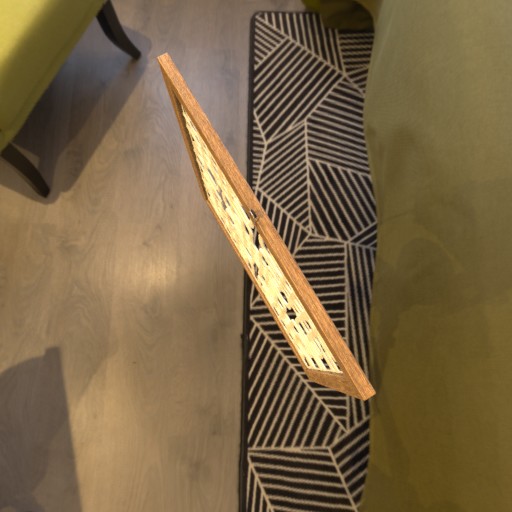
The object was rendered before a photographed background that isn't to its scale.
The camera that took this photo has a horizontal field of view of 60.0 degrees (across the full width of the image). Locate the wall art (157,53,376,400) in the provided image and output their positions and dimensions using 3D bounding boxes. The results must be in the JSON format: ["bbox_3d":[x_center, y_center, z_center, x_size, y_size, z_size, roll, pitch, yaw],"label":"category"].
[{"bbox_3d":[0.000,0.000,0.864,0.021,0.582,0.561,-29,78,-7],"label":"wall art"}]
